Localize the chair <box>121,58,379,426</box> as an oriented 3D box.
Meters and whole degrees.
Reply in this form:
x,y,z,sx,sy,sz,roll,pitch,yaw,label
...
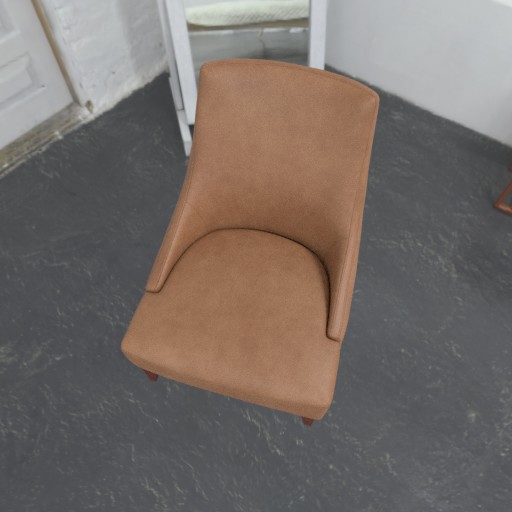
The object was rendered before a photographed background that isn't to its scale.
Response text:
x,y,z,sx,sy,sz,roll,pitch,yaw,label
0.000,0.000,1.507,0.701,0.909,0.861,13,59,8,chair
